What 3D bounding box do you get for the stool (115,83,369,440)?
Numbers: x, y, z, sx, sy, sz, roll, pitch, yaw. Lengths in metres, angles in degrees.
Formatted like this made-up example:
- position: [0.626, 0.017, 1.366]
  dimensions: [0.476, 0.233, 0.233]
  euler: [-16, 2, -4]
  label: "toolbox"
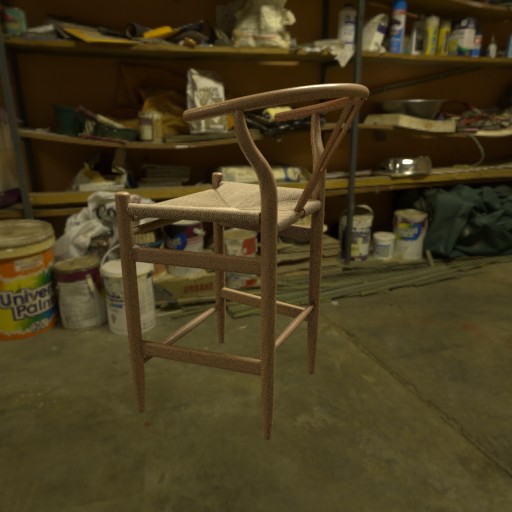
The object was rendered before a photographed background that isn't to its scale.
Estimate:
- position: [0.000, 0.000, 1.301]
  dimensions: [0.575, 0.923, 0.536]
  euler: [8, 19, 25]
  label: "stool"
